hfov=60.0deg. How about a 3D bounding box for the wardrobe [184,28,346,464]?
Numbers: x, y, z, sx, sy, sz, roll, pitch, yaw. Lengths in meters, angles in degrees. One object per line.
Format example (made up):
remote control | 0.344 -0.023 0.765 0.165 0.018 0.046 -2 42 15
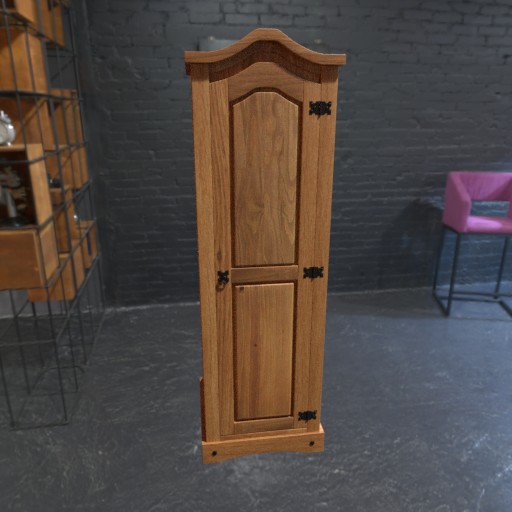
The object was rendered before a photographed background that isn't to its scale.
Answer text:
wardrobe | 0.000 0.000 2.122 0.590 1.870 0.570 -2 18 -8
